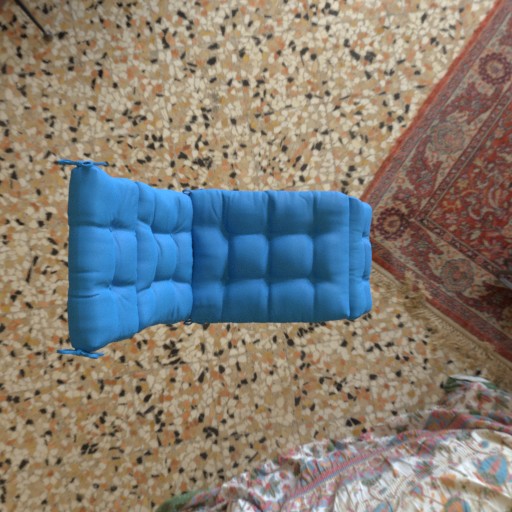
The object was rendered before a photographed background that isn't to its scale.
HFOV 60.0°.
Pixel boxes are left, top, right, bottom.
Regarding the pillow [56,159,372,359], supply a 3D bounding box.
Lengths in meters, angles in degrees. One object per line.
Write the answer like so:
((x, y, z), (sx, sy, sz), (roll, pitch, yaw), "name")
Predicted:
((0.000, 0.000, 1.523), (1.016, 0.863, 0.526), (0, 90, -1), "pillow")
